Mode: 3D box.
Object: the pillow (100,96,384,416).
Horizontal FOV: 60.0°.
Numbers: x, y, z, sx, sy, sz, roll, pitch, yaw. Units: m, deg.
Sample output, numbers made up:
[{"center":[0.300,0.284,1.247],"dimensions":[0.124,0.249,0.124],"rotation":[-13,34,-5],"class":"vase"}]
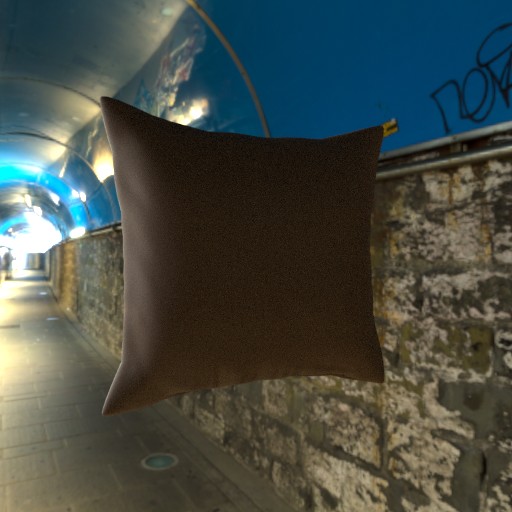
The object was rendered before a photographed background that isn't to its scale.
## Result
[{"center":[0.000,0.000,0.680],"dimensions":[0.453,0.443,0.168],"rotation":[0,0,-17],"class":"pillow"}]
